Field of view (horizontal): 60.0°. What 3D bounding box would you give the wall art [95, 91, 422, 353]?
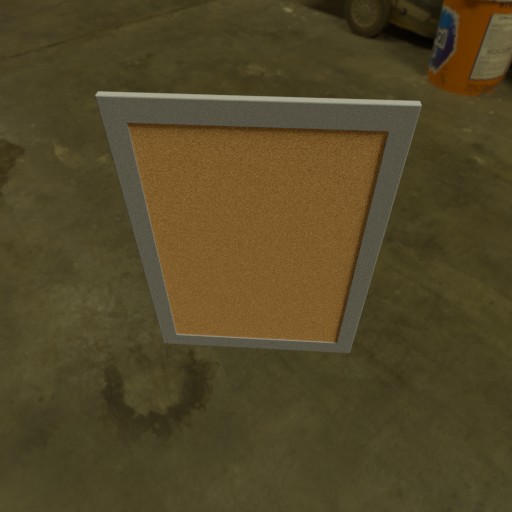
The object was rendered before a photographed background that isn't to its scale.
[{"bbox_3d":[0.000,0.000,0.702,0.374,0.529,0.012,2,47,2],"label":"wall art"}]
